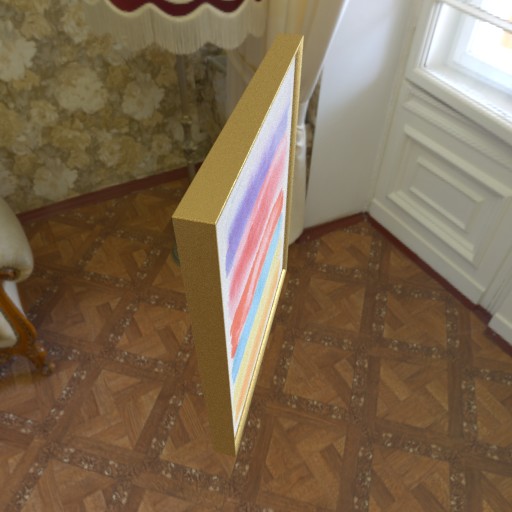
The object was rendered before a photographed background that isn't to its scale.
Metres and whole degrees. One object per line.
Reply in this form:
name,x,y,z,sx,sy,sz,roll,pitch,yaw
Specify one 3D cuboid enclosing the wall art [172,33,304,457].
wall art,0.000,0.000,0.868,0.048,0.642,0.537,10,47,10
